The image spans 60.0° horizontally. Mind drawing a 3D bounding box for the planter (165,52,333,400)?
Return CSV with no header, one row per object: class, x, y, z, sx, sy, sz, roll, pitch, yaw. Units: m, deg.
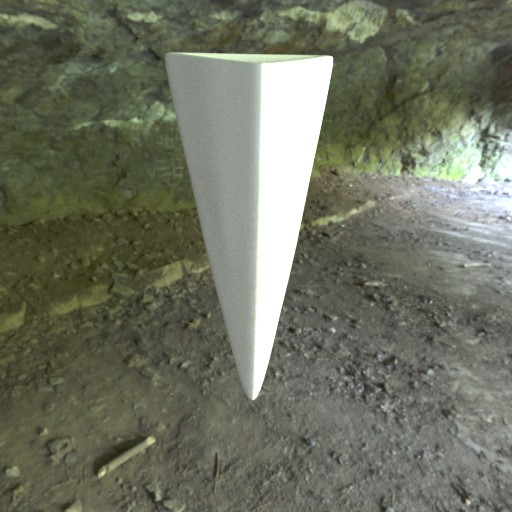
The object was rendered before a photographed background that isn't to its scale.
planter,0.000,0.000,0.396,0.143,0.338,0.065,-3,18,-8
